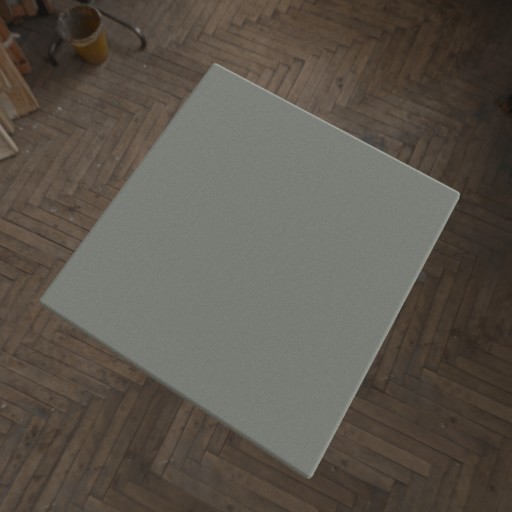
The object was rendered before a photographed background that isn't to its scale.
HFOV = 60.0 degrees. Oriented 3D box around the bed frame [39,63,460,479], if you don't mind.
[{"bbox_3d":[0.000,0.000,3.951,2.526,0.680,2.635,31,78,7],"label":"bed frame"}]
